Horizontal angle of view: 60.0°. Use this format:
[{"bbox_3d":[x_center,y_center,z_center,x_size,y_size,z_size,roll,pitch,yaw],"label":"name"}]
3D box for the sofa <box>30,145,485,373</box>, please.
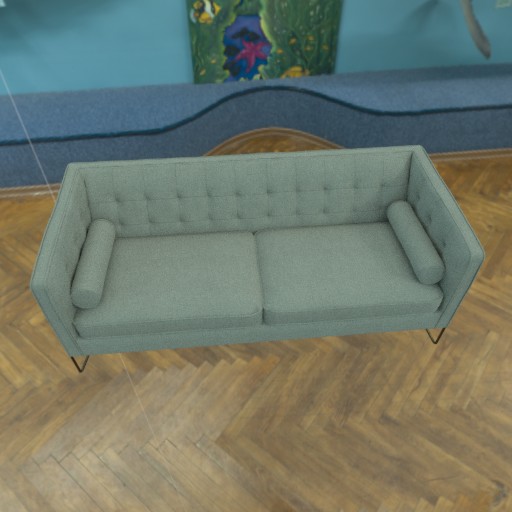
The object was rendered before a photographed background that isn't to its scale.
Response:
[{"bbox_3d":[0.000,0.000,2.538,2.079,0.798,0.912,-4,47,-4],"label":"sofa"}]
